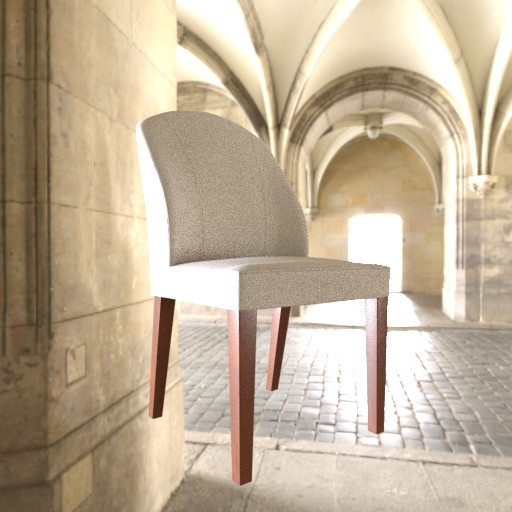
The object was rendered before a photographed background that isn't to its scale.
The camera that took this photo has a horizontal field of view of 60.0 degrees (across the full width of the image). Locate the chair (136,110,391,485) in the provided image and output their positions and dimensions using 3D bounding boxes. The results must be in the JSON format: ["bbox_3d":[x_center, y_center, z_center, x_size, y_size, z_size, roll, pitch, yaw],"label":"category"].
[{"bbox_3d":[0.000,0.000,1.181,0.472,0.893,0.540,0,1,-36],"label":"chair"}]
